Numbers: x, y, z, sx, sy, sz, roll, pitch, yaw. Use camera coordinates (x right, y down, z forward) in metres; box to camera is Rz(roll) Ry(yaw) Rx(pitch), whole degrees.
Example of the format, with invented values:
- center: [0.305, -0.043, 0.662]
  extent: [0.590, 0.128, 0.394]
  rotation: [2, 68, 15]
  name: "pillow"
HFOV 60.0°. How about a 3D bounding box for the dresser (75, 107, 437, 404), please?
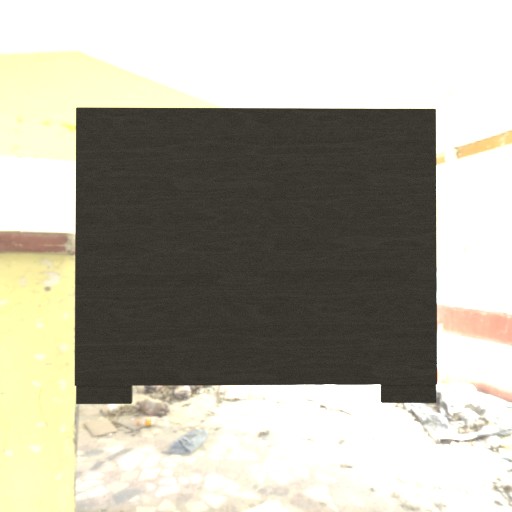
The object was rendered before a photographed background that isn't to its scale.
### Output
- center: [0.000, 0.000, 1.420]
  extent: [0.994, 0.816, 0.404]
  rotation: [0, -1, -1]
  name: "dresser"
